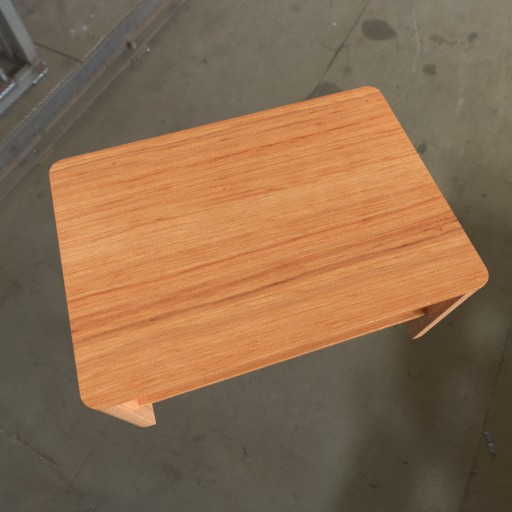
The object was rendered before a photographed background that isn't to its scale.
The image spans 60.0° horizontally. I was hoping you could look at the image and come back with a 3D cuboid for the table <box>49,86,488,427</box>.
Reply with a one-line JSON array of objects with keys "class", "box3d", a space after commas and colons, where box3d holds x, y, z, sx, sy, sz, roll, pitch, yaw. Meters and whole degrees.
[{"class": "table", "box3d": [0.000, 0.000, 1.353, 0.997, 0.445, 0.696, -16, 65, -8]}]
